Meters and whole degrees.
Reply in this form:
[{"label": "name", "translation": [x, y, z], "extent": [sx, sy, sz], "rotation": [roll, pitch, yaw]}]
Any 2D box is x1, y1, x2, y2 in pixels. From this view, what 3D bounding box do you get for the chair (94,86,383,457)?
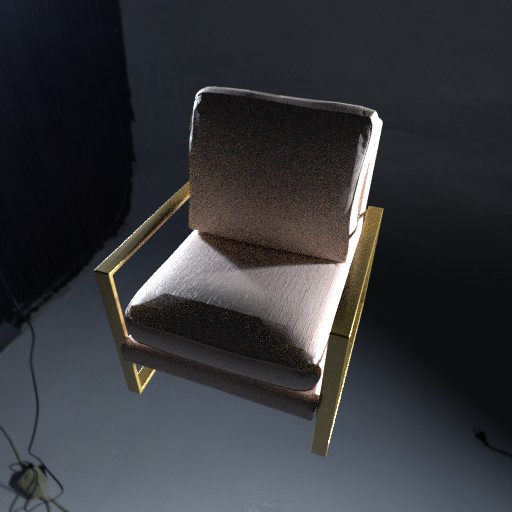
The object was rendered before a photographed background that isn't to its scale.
[{"label": "chair", "translation": [0.000, 0.000, 1.537], "extent": [0.758, 0.956, 0.813], "rotation": [13, 41, 16]}]
